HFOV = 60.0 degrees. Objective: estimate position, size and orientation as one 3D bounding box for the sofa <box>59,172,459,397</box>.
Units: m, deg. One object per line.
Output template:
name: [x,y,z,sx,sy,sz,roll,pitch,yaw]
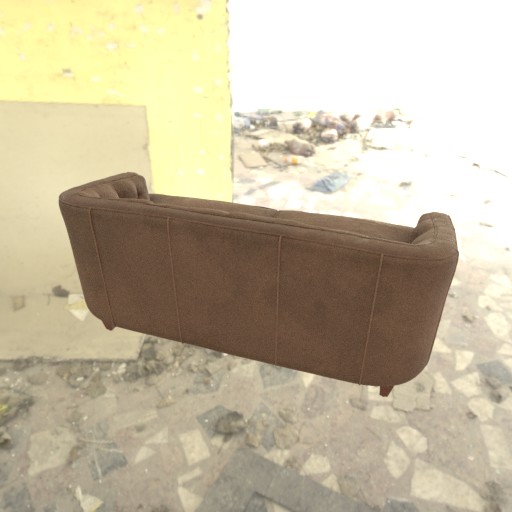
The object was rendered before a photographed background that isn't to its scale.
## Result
sofa: [0.000,0.000,2.238,1.767,0.799,0.917,10,33,15]
